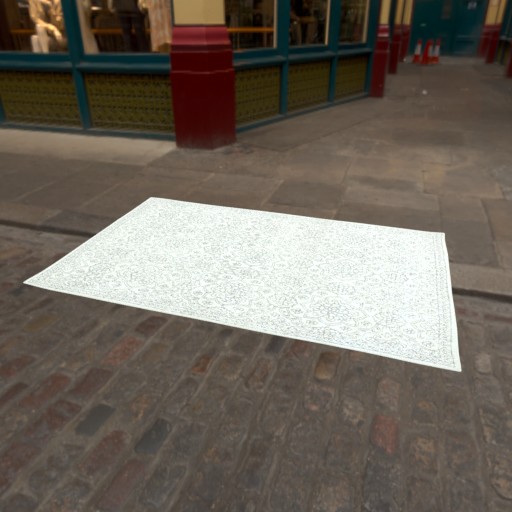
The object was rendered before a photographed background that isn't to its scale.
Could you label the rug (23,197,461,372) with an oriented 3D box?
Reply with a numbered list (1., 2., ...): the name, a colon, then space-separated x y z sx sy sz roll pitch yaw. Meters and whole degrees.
1. rug: 0.000 0.000 2.945 2.434 0.023 1.518 9 30 16
